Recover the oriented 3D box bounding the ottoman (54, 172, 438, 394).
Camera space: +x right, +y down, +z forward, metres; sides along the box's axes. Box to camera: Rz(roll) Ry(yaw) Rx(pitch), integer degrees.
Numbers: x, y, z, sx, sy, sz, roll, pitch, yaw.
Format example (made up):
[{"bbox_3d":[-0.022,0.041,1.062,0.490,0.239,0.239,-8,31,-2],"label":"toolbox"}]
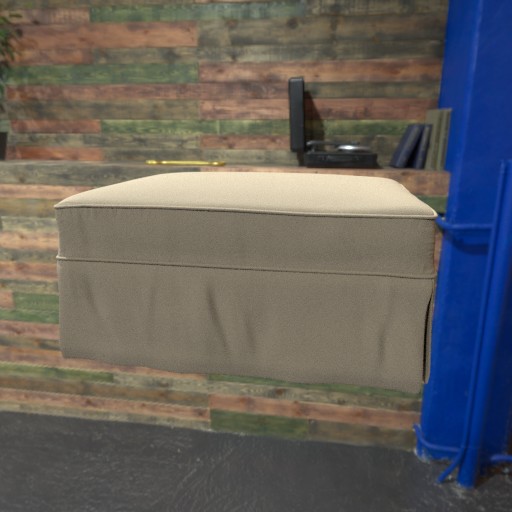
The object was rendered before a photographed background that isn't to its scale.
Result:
[{"bbox_3d":[0.000,0.000,1.340,0.959,0.482,0.721,3,16,10],"label":"ottoman"}]
